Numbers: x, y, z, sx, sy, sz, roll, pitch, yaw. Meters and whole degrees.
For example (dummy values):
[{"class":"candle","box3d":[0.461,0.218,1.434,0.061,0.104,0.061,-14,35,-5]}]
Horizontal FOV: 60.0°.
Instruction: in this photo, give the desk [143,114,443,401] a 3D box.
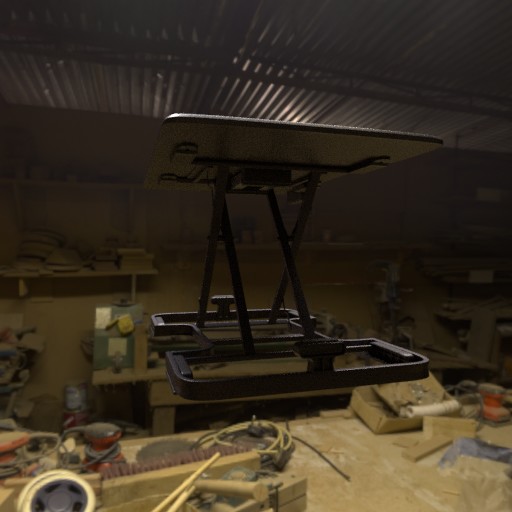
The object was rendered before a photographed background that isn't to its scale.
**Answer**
[{"class":"desk","box3d":[0.000,0.000,1.162,0.546,0.470,0.820,0,1,-17]}]
